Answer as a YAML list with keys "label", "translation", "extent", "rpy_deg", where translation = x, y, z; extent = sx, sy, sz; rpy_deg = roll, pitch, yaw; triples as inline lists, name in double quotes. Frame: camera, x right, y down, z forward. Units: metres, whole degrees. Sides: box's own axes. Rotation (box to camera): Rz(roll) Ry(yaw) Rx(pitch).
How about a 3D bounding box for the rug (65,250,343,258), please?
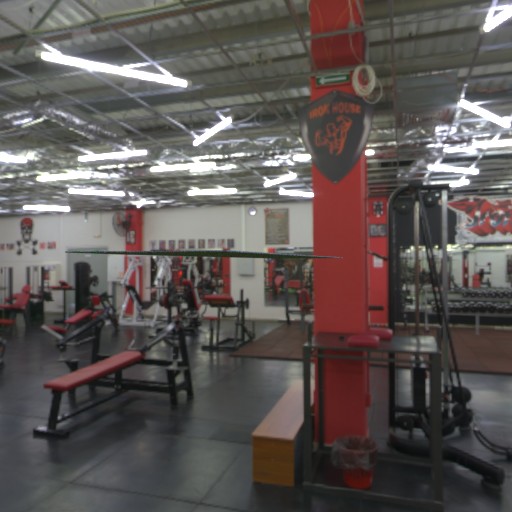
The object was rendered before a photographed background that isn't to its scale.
- label: "rug"
  translation: [0.000, 0.000, 2.740]
  extent: [0.688, 0.008, 2.443]
  rpy_deg: [0, -1, 20]
